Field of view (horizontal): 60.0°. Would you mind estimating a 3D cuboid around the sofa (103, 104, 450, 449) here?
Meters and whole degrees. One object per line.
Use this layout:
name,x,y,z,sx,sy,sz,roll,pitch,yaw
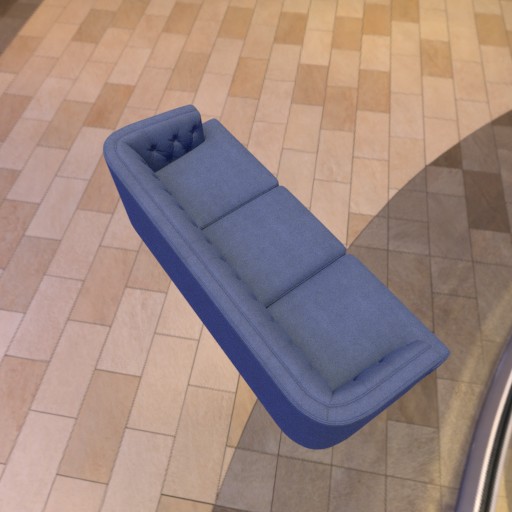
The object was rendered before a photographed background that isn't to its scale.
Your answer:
sofa,0.000,0.000,2.680,0.914,0.787,2.235,-32,64,-18
